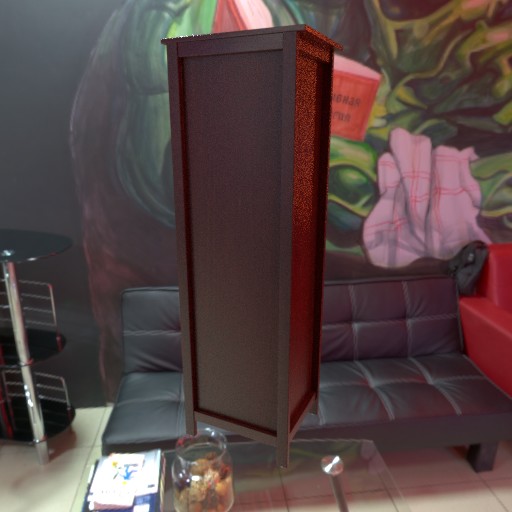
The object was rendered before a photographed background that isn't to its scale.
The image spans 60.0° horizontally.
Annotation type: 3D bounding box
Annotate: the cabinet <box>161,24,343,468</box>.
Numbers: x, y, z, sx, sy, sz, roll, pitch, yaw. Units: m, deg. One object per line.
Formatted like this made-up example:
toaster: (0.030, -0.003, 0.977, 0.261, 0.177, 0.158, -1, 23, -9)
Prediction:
cabinet: (0.000, 0.000, 1.726, 0.500, 1.518, 0.401, 8, 18, 25)
